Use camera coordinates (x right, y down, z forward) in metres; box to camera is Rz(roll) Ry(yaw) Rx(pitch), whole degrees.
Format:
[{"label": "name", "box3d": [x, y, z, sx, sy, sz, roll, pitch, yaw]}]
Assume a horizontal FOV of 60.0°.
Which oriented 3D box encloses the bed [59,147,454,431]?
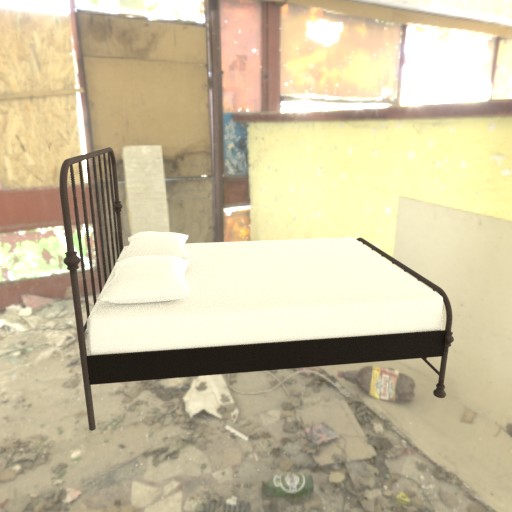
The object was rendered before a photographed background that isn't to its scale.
[{"label": "bed", "box3d": [0.000, 0.000, 3.117, 2.134, 1.446, 1.616, -2, 17, -8]}]
